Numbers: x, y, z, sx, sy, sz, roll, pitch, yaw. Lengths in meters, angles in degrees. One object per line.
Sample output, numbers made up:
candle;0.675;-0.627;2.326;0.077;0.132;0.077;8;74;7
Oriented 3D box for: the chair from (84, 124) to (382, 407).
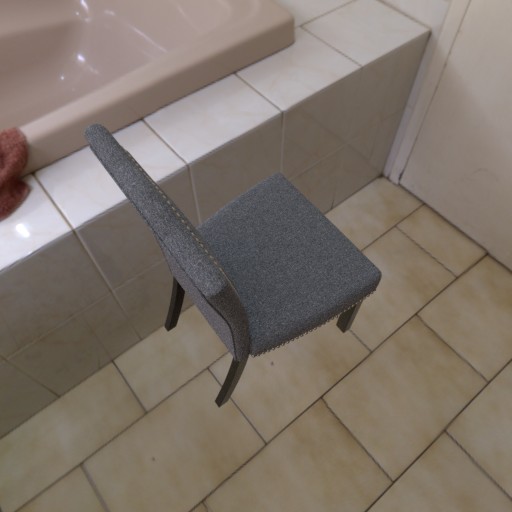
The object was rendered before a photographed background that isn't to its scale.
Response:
chair;0.000;0.000;1.298;0.589;0.946;0.518;-32;63;-18
